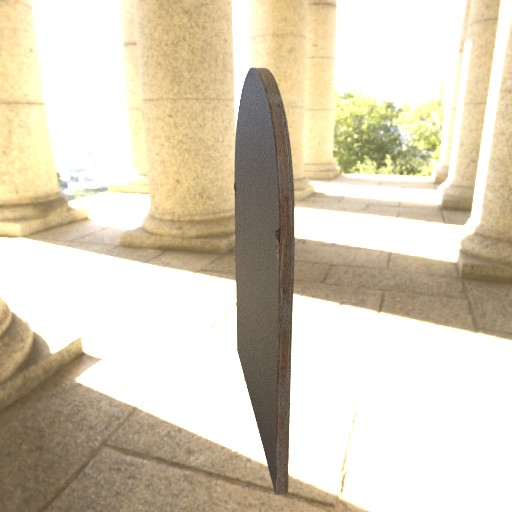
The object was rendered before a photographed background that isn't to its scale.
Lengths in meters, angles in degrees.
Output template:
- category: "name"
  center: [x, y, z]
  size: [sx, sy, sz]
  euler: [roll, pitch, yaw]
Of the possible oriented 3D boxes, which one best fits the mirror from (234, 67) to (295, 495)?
- category: "mirror"
  center: [0.000, 0.000, 1.172]
  size: [0.032, 0.920, 0.660]
  euler: [-3, 17, -9]
